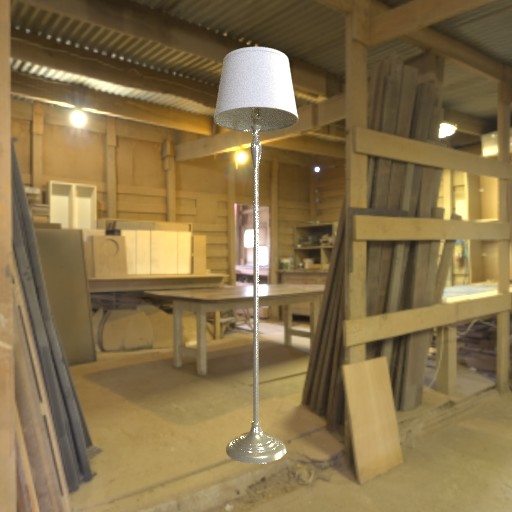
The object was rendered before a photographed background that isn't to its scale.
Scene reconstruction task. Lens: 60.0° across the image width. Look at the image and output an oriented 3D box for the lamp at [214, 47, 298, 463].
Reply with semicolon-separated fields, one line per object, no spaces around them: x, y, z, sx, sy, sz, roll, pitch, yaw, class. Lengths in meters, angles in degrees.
0.000;0.000;1.724;0.327;1.506;0.327;0;0;-36;lamp
